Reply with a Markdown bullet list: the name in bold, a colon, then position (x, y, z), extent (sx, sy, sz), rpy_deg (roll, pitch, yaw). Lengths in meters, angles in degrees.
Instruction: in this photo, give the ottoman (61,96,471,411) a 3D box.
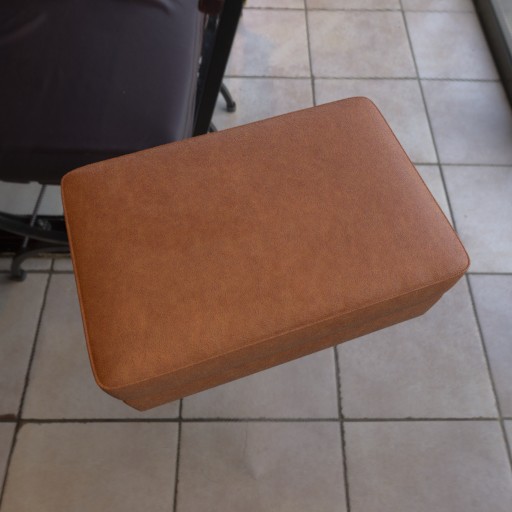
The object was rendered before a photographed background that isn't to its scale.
- **ottoman**: position (0.000, 0.000, 1.200), extent (0.864, 0.483, 0.584), rpy_deg (-17, 64, -8)
